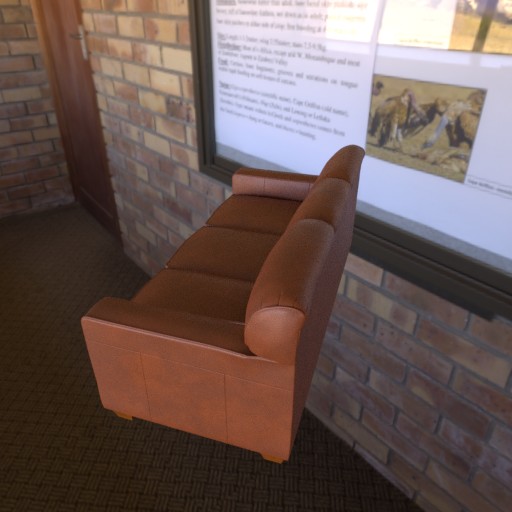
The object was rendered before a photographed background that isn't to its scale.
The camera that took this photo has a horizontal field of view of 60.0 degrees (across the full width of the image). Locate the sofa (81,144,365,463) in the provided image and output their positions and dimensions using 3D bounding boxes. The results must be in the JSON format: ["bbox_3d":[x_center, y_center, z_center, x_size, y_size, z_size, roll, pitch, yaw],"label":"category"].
[{"bbox_3d":[0.000,0.000,2.659,1.008,0.953,2.039,9,32,15],"label":"sofa"}]
